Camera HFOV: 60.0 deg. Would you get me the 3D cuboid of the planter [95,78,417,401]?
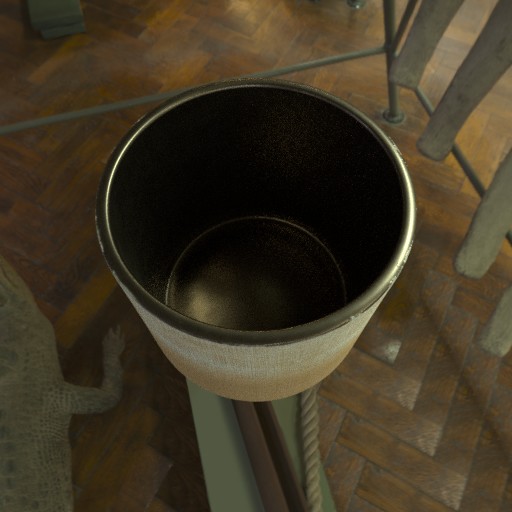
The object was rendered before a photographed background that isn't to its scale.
[{"bbox_3d":[0.000,0.000,0.389,0.221,0.201,0.221,0,63,0],"label":"planter"}]
